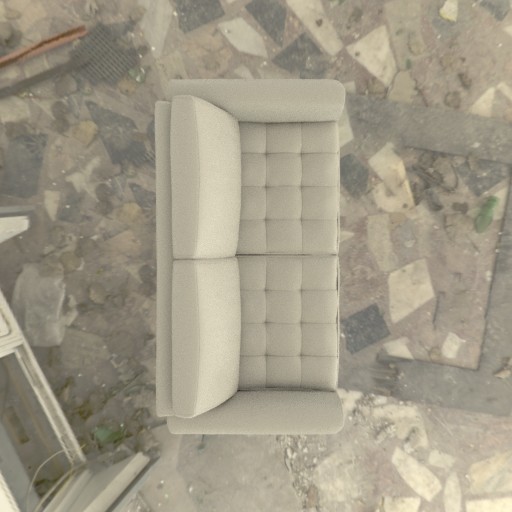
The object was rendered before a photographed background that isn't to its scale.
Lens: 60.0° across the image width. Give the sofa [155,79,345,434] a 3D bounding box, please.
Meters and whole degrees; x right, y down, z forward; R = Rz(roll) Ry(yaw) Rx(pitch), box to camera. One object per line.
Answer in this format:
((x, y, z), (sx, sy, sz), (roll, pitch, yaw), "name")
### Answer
((0.000, 0.000, 2.806), (1.121, 0.930, 2.177), (0, 91, 1), "sofa")
